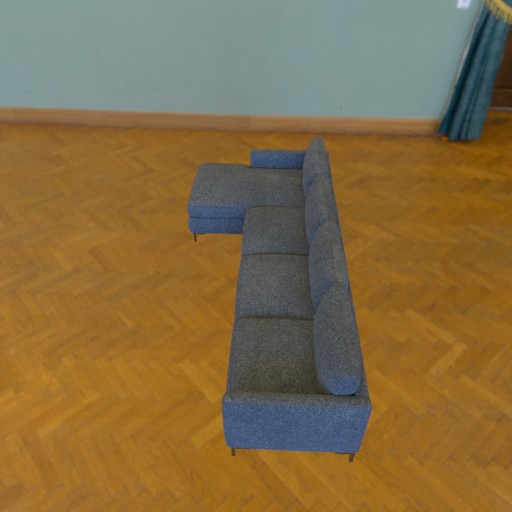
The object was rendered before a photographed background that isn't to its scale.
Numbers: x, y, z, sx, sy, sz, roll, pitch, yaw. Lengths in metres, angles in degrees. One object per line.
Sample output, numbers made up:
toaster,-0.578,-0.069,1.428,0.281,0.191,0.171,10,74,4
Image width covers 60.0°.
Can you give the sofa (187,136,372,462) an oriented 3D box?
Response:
sofa,0.000,0.000,3.542,1.350,0.810,2.932,2,40,2
